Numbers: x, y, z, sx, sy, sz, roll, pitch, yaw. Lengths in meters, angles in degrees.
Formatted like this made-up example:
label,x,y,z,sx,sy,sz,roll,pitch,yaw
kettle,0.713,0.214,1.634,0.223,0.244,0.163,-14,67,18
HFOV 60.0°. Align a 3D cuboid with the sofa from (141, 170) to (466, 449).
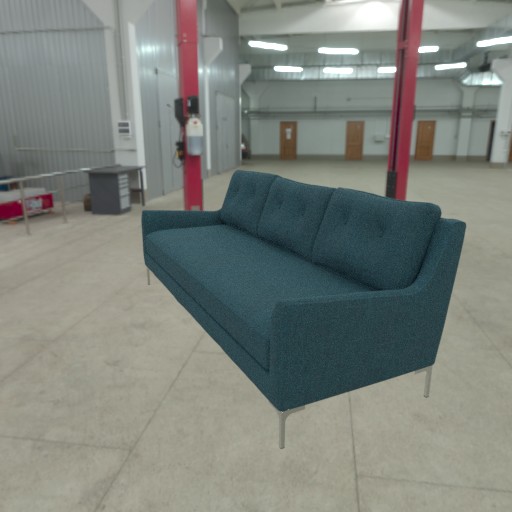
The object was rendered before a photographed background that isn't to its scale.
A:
label,x,y,z,sx,sy,sz,roll,pitch,yaw
sofa,0.000,0.000,2.521,0.849,0.837,2.060,-8,17,-26
